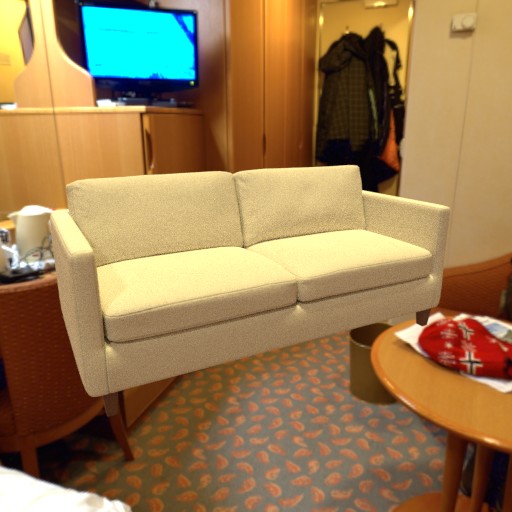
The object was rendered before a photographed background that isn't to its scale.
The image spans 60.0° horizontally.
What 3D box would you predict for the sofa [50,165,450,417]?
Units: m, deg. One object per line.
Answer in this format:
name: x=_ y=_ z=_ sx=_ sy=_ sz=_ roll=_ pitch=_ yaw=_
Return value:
sofa: x=0.000 y=0.000 z=2.447 sx=1.981 sy=0.889 sz=0.965 roll=-9 pitch=19 yaw=-27
